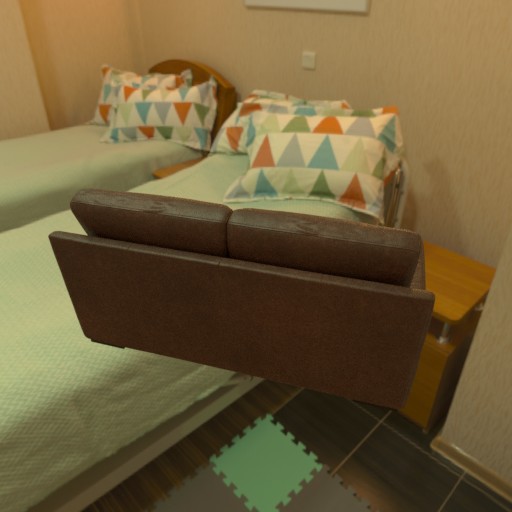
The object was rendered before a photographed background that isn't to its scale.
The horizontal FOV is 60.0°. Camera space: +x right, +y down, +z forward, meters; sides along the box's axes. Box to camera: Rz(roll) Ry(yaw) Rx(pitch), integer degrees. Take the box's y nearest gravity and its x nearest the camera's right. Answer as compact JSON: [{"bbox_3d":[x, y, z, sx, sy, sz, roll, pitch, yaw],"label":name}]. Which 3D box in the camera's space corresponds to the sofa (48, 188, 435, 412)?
[{"bbox_3d":[0.000,0.000,2.549,1.880,0.939,1.143,9,33,14],"label":"sofa"}]
